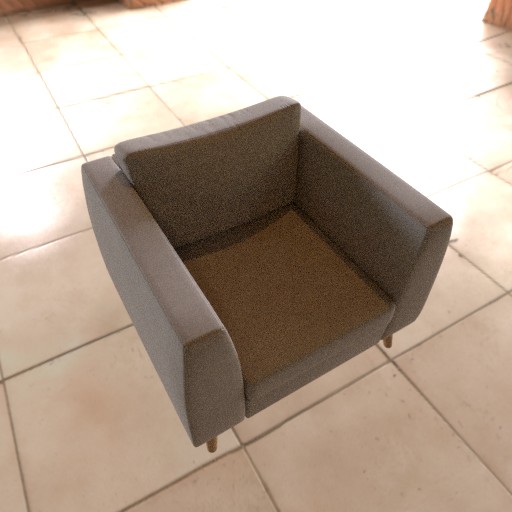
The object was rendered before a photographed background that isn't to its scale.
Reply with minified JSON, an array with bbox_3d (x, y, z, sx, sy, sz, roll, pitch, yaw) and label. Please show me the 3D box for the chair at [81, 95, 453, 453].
[{"bbox_3d":[0.000,0.000,1.704,1.000,0.860,0.930,-23,51,-21],"label":"chair"}]
